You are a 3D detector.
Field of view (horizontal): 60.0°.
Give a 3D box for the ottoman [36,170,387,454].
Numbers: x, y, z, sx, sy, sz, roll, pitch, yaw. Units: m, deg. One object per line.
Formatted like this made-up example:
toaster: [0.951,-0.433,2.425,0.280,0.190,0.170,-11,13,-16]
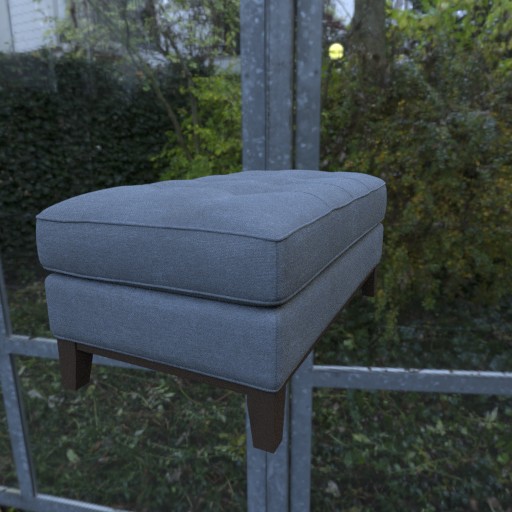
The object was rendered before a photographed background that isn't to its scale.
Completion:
ottoman: [0.000,0.000,1.444,0.648,0.514,1.143,7,16,25]
